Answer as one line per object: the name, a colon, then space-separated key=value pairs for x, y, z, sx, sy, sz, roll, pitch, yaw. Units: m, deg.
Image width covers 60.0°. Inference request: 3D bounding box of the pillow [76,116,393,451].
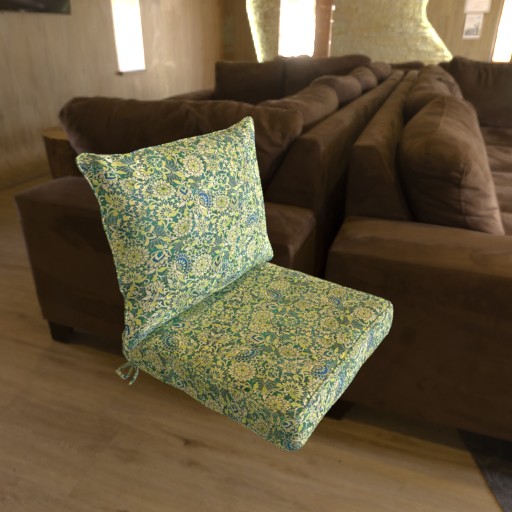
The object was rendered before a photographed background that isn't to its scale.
pillow: x=0.000 y=0.000 z=1.409 sx=0.740 sy=0.722 sz=0.798 roll=17 pitch=31 yaw=32
